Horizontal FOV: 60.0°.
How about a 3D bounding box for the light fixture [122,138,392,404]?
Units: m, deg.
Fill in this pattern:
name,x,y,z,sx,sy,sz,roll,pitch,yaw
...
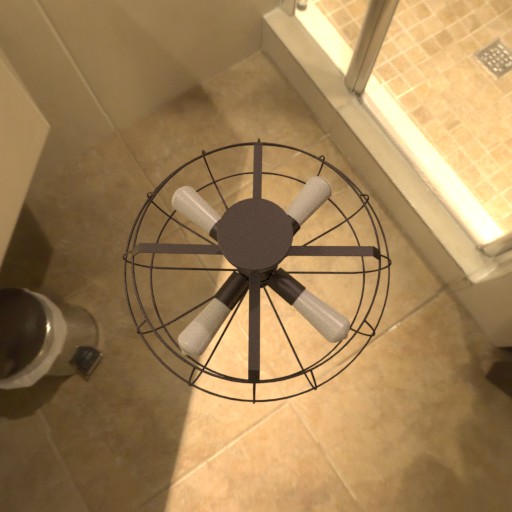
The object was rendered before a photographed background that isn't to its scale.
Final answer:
name,x,y,z,sx,sy,sz,roll,pitch,yaw
light fixture,0.000,0.000,0.914,0.582,0.311,0.582,0,76,0
